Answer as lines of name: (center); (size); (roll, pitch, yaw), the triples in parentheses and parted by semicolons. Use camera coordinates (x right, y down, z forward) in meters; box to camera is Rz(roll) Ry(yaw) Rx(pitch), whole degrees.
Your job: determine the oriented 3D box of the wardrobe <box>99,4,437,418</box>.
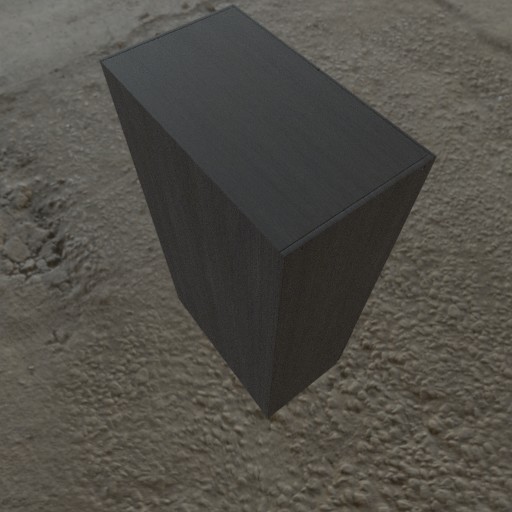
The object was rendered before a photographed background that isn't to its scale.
wardrobe: (0.000, 0.000, 2.143); (0.577, 1.808, 0.991); (-33, 64, -19)
